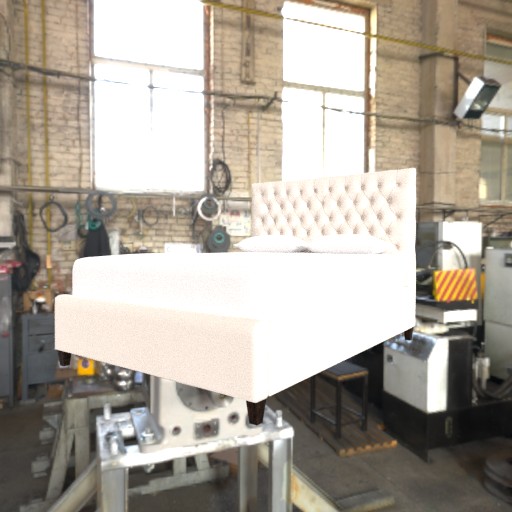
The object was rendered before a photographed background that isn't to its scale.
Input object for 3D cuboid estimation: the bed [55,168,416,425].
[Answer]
[{"bbox_3d":[0.000,0.000,3.300,1.696,1.426,2.233,1,2,37],"label":"bed"}]
